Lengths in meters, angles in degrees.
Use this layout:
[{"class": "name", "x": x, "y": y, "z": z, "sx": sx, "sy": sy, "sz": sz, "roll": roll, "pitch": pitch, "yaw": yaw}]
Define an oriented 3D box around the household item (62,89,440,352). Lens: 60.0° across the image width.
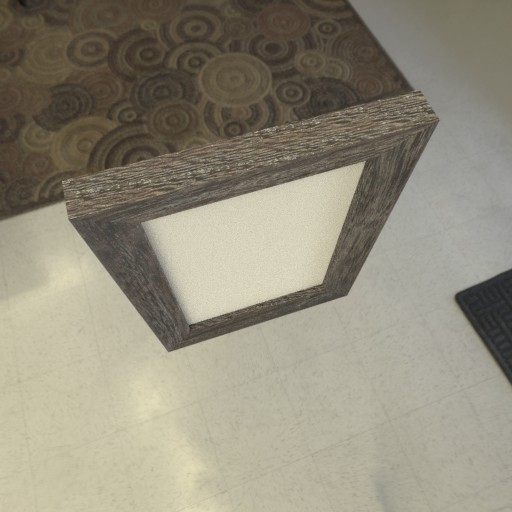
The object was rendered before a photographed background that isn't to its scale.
[{"class": "household item", "x": 0.000, "y": 0.000, "z": 0.236, "sx": 0.133, "sy": 0.180, "sz": 0.020, "roll": -16, "pitch": 65, "yaw": -8}]
